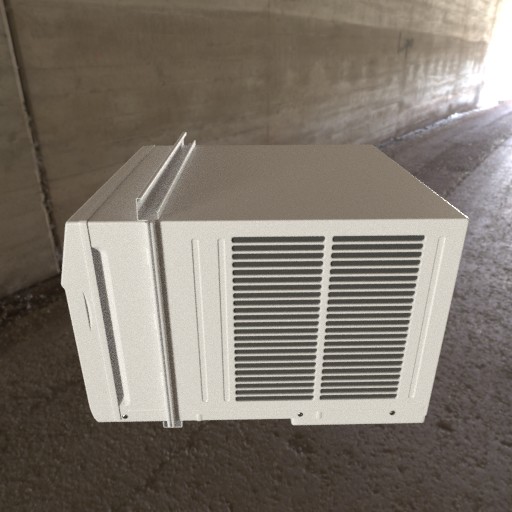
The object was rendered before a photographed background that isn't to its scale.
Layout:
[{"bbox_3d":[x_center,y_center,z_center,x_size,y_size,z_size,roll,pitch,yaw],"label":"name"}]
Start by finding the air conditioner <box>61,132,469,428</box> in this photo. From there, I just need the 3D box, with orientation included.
[{"bbox_3d":[0.000,0.000,0.855,0.546,0.388,0.503,-1,25,-1],"label":"air conditioner"}]
